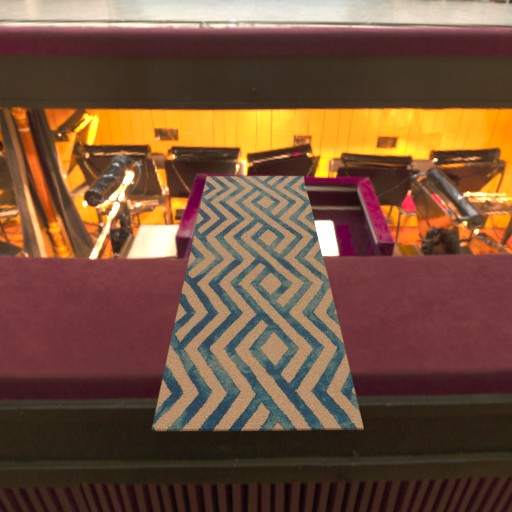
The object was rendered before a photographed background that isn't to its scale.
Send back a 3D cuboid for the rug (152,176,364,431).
[{"bbox_3d":[0.000,0.000,1.668,0.503,0.007,1.492,0,33,0],"label":"rug"}]
